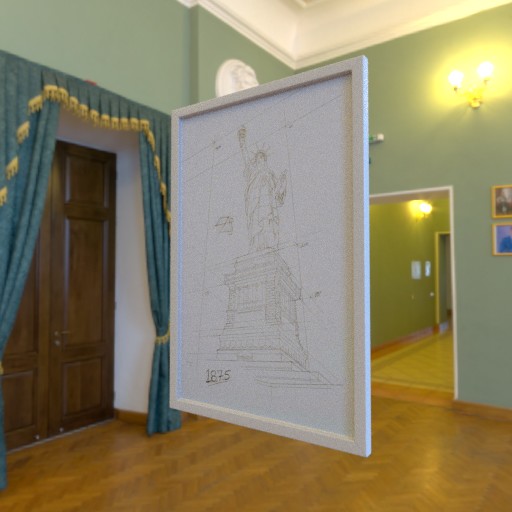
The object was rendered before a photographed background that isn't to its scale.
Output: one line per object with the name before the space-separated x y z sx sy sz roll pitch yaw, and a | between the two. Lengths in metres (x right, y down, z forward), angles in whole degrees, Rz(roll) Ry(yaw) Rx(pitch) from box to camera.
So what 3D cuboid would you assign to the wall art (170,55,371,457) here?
wall art | 0.000 0.000 1.063 0.556 0.813 0.026 -1 -2 35
